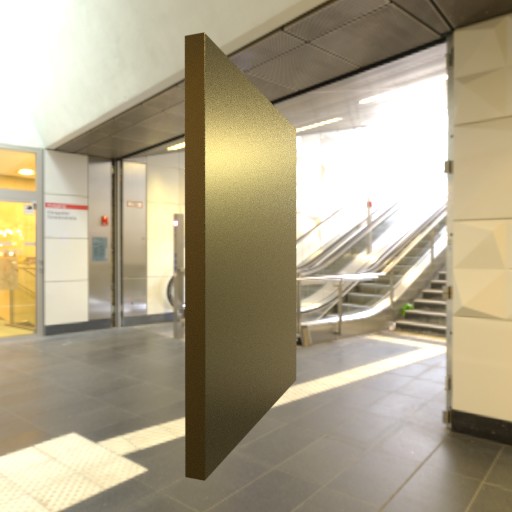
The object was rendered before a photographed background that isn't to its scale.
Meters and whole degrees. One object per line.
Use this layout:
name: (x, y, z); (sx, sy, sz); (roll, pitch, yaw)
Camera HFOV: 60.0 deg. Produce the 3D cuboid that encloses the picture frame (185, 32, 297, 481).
picture frame: (0.000, 0.000, 0.771); (0.028, 0.556, 0.460); (0, 0, 19)
